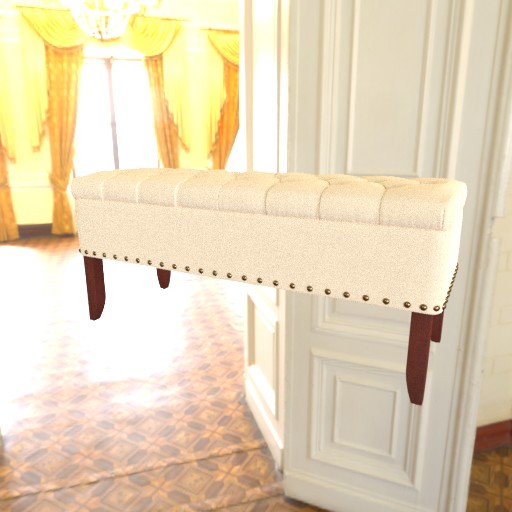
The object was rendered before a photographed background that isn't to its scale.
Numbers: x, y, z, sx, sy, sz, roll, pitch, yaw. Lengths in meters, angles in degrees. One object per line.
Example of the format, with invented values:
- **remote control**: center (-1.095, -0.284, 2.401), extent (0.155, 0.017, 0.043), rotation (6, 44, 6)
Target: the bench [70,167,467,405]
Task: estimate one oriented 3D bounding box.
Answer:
- **bench**: center (0.000, 0.000, 1.283), extent (1.054, 0.470, 0.400), rotation (8, 17, 27)
